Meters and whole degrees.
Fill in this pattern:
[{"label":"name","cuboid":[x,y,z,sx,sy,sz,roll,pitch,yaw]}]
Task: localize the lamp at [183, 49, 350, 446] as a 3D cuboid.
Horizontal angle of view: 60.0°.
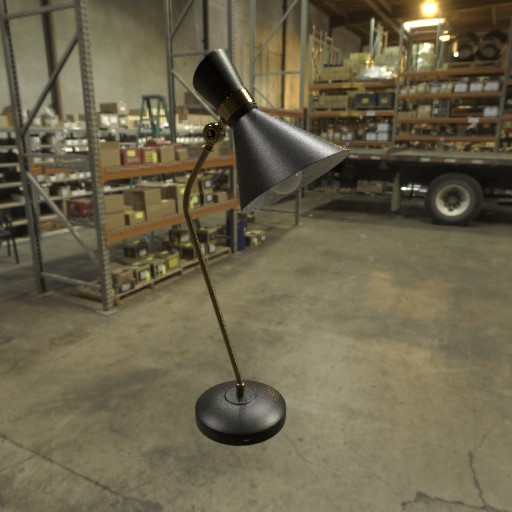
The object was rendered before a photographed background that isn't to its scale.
[{"label":"lamp","cuboid":[0.000,0.000,0.749,0.292,0.647,0.189,8,18,26]}]
